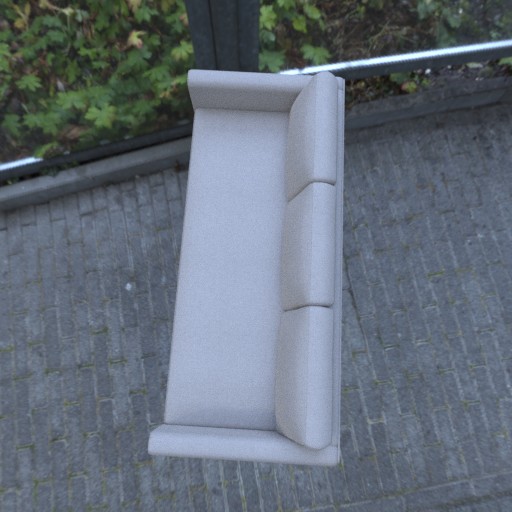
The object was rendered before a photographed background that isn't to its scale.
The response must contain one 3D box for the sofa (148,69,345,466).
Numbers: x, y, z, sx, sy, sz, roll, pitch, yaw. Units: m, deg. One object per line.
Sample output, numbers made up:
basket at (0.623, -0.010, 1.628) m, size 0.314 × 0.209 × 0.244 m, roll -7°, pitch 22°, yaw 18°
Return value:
sofa at (0.000, 0.000, 2.672) m, size 0.959 × 0.838 × 2.210 m, roll 3°, pitch 77°, yaw 1°
